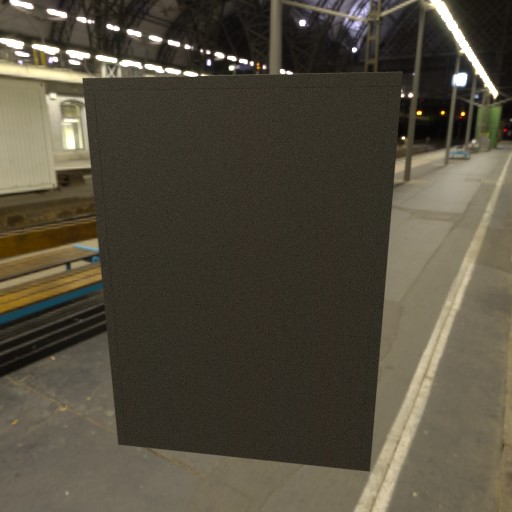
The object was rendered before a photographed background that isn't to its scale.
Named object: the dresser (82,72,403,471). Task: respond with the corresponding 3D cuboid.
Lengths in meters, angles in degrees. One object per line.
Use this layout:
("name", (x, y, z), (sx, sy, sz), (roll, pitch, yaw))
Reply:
("dresser", (0.000, 0.000, 0.790), (0.400, 0.560, 0.360), (2, 16, 8))
